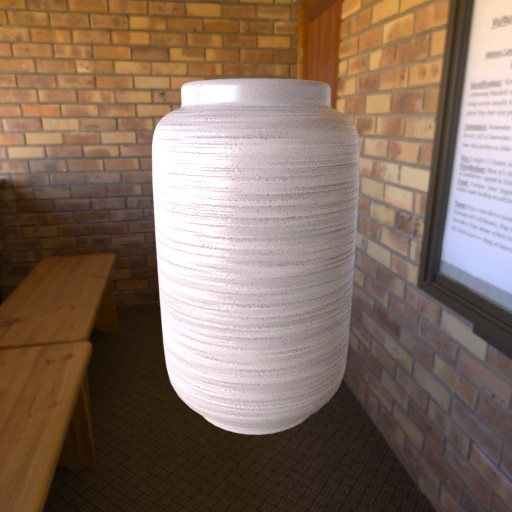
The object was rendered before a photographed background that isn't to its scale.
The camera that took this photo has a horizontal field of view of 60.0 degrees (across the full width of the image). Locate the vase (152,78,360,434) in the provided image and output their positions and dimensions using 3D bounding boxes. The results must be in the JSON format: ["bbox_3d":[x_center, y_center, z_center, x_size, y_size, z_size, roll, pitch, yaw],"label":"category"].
[{"bbox_3d":[0.000,0.000,0.464,0.202,0.335,0.202,0,17,0],"label":"vase"}]
